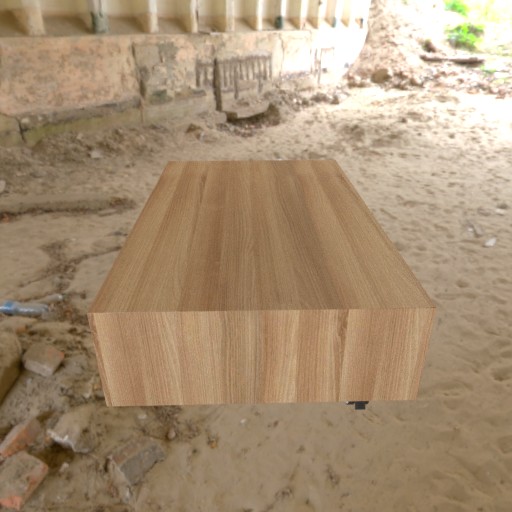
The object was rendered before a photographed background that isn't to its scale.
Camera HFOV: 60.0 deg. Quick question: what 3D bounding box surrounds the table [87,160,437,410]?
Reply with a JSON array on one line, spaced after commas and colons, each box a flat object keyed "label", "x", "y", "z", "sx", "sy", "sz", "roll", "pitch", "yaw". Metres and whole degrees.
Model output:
[{"label": "table", "x": 0.000, "y": 0.000, "z": 1.449, "sx": 0.700, "sy": 0.330, "sz": 1.100, "roll": -1, "pitch": 28, "yaw": -1}]
